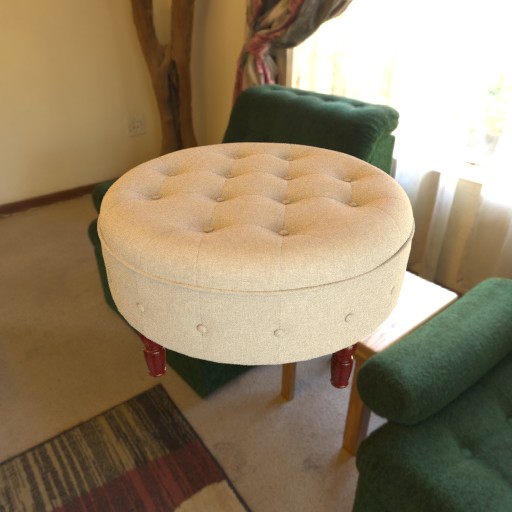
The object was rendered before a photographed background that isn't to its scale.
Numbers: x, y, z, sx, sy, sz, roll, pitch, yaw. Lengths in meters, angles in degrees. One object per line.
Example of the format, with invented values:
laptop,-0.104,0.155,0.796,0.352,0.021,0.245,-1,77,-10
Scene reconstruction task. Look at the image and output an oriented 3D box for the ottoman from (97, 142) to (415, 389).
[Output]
ottoman,0.000,0.000,1.323,0.849,0.478,0.849,0,31,0
